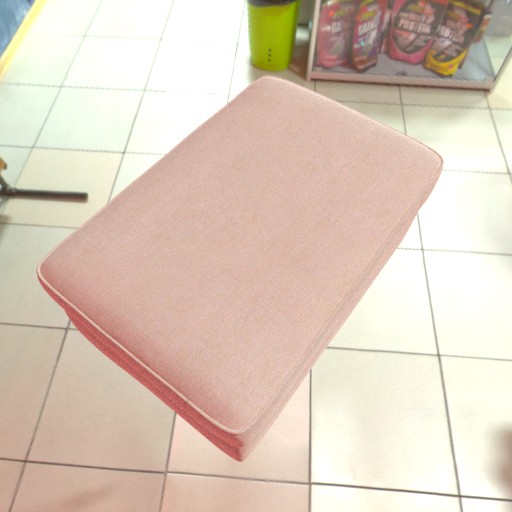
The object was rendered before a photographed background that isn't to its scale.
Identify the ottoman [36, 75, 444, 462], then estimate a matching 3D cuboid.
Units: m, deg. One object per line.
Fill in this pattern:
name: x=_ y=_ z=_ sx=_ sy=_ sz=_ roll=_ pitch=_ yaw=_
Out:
ottoman: x=0.000 y=0.000 z=1.189 sx=0.583 sy=0.484 sz=0.862 roll=33 pitch=64 yaw=19
